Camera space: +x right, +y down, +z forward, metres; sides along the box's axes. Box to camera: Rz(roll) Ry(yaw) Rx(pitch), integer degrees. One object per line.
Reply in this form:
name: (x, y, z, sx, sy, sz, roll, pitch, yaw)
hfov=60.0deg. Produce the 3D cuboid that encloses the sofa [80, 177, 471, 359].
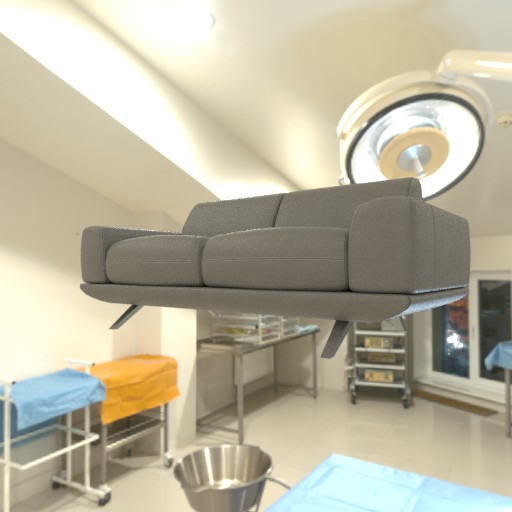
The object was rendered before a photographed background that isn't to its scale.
sofa: (0.000, 0.000, 2.318, 1.901, 0.772, 0.900, -1, -2, 37)
